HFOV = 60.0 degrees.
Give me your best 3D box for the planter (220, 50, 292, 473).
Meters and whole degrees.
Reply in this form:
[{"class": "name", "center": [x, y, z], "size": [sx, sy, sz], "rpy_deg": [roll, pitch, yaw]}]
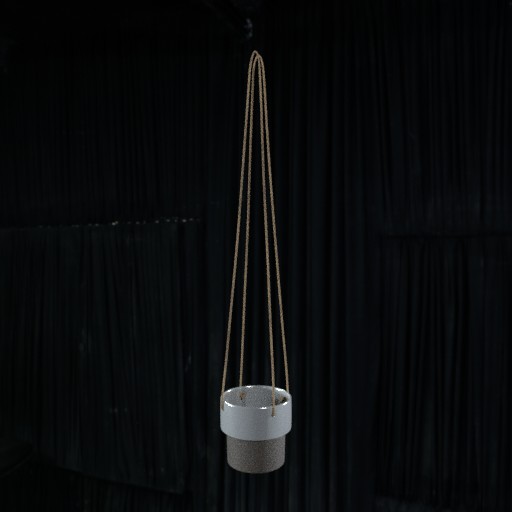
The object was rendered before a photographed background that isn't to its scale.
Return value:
[{"class": "planter", "center": [0.000, 0.000, 1.167], "size": [0.187, 1.073, 0.187], "rpy_deg": [0, 0, 18]}]
